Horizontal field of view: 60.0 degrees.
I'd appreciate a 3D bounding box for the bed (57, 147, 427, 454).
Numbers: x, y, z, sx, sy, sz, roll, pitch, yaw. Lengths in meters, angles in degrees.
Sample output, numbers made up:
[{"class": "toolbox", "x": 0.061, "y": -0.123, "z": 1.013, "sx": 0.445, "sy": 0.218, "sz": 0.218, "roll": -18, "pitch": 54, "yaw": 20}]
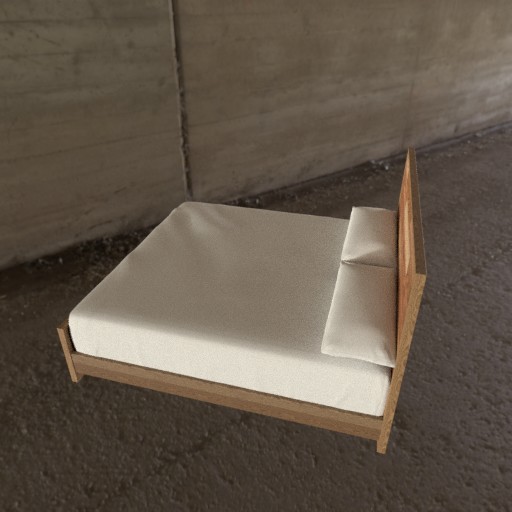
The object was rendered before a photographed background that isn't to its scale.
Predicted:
[{"class": "bed", "x": 0.000, "y": 0.000, "z": 3.442, "sx": 2.184, "sy": 1.295, "sz": 2.013, "roll": 8, "pitch": 32, "yaw": 13}]
